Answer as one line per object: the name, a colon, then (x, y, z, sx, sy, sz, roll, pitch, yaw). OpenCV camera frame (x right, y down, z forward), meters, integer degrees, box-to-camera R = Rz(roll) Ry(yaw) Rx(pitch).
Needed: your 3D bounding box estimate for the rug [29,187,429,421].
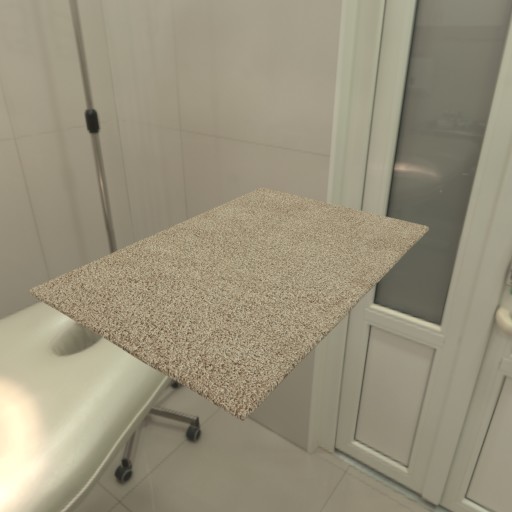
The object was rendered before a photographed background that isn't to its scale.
rug: (0.000, 0.000, 2.288, 1.219, 0.030, 1.778, 19, 33, 32)
